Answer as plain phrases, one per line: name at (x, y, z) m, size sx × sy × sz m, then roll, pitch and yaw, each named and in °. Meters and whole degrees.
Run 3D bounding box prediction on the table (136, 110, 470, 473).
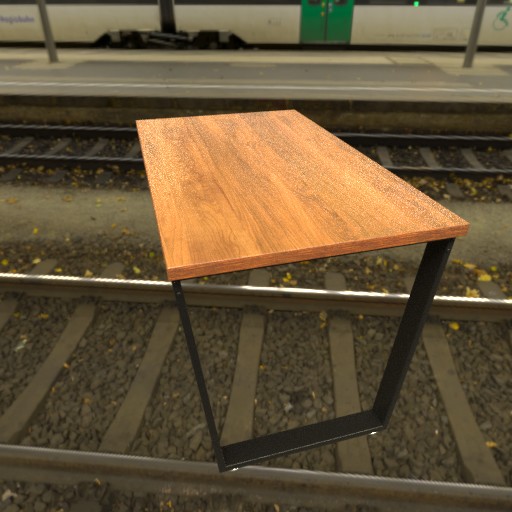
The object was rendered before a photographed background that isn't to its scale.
table at (0.000, 0.000, 1.660) m, size 0.714 × 0.760 × 1.205 m, roll -8°, pitch 32°, yaw -14°
